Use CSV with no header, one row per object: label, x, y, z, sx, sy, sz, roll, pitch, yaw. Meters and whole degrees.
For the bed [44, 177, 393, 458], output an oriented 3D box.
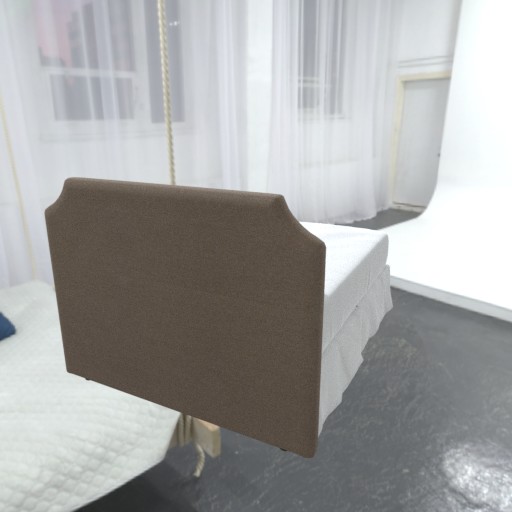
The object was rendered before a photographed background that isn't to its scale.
bed,0.000,0.000,3.200,1.693,1.290,2.116,9,20,26
